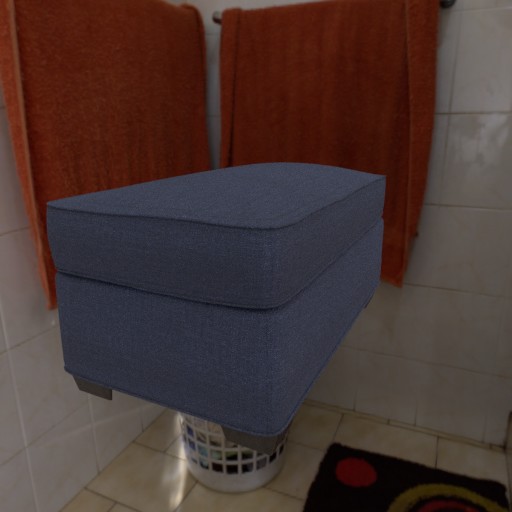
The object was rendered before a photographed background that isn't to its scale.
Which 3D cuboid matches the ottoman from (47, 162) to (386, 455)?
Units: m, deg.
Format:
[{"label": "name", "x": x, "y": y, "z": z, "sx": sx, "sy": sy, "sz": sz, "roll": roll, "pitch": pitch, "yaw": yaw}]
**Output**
[{"label": "ottoman", "x": 0.000, "y": 0.000, "z": 1.154, "sx": 0.505, "sy": 0.453, "sz": 0.895, "roll": 8, "pitch": 18, "yaw": 25}]
